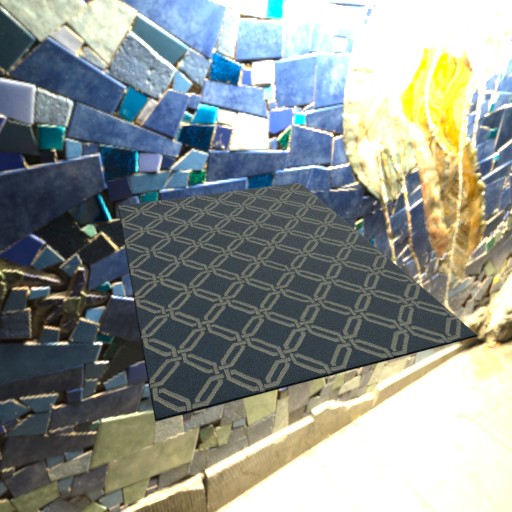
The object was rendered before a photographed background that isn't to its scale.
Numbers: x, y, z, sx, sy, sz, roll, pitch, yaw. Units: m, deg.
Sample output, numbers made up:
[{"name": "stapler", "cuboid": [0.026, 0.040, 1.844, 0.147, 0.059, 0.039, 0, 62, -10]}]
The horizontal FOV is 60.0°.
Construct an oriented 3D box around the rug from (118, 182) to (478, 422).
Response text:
[{"name": "rug", "cuboid": [0.000, 0.000, 4.389, 2.432, 0.018, 3.342, -10, 32, -16]}]
